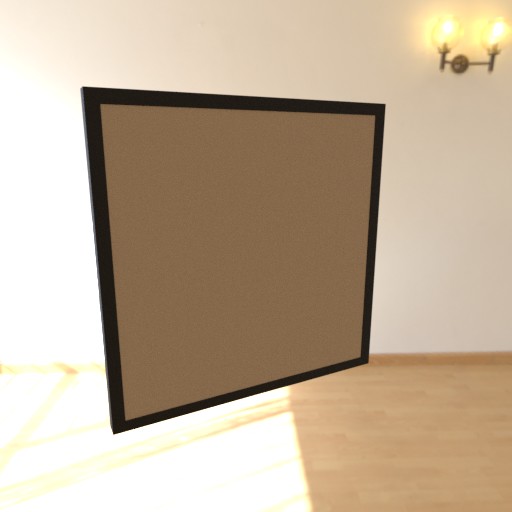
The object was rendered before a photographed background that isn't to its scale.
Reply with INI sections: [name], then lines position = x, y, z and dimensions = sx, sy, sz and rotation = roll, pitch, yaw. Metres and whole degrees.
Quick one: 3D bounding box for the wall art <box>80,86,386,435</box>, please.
[wall art]
position = 0.000, 0.000, 0.449
dimensions = 0.306, 0.304, 0.015
rotation = -7, 15, -27
